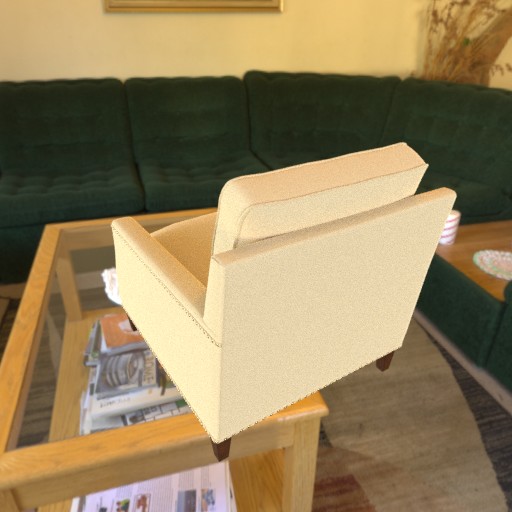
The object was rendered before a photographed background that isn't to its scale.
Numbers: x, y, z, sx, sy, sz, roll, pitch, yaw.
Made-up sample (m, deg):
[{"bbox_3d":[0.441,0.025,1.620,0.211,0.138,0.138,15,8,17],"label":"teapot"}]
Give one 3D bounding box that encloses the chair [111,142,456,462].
[{"bbox_3d":[0.000,0.000,1.704,0.853,0.943,1.014,-17,33,-29],"label":"chair"}]
